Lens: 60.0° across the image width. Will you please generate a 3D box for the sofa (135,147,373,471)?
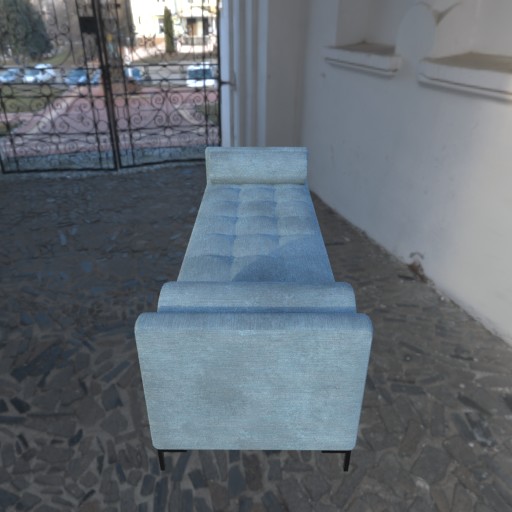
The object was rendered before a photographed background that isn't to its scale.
[{"bbox_3d":[0.000,0.000,2.255,0.686,0.635,1.981,0,28,0],"label":"sofa"}]
